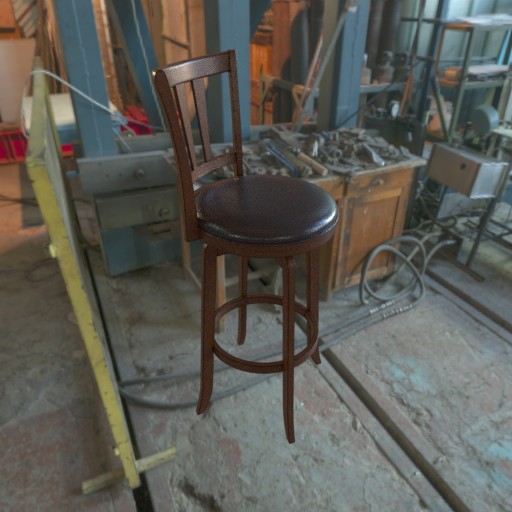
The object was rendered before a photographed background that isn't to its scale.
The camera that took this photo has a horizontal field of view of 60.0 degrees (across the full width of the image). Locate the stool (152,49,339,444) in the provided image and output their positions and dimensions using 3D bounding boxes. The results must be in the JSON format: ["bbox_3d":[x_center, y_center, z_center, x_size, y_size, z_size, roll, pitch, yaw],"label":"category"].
[{"bbox_3d":[0.000,0.000,1.449,0.503,1.177,0.464,11,32,17],"label":"stool"}]
